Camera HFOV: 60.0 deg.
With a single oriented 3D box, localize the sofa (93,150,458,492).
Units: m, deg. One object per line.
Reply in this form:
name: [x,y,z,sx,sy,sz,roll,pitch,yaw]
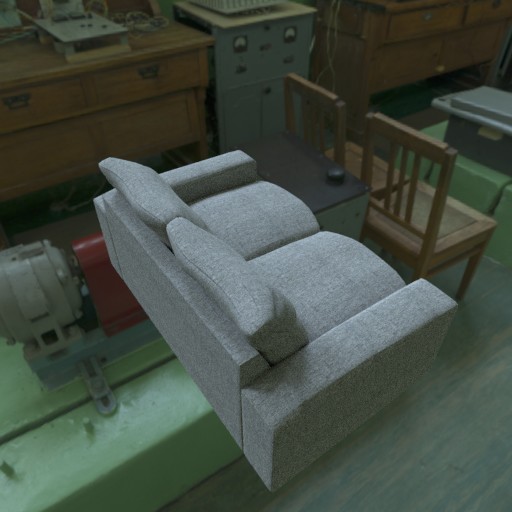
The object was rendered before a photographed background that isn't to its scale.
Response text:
sofa: [0.000,0.000,2.347,1.094,0.877,1.758,-25,47,-26]
